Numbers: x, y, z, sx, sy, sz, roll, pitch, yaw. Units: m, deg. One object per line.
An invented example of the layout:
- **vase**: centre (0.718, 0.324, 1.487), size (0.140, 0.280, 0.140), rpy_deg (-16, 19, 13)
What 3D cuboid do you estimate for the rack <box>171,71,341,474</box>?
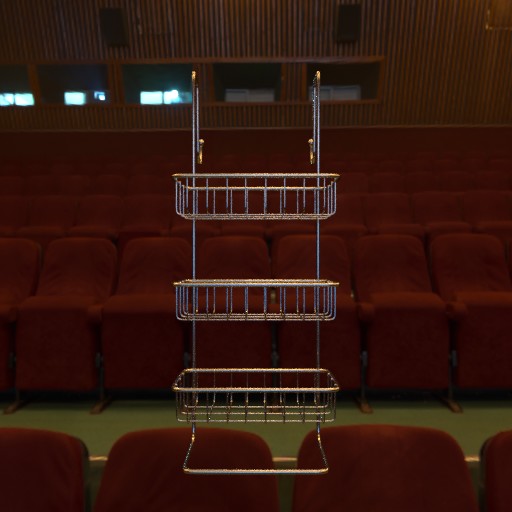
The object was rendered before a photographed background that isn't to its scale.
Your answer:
- **rack**: centre (0.000, 0.000, 0.676), size (0.228, 0.574, 0.202), rpy_deg (0, -1, 0)
